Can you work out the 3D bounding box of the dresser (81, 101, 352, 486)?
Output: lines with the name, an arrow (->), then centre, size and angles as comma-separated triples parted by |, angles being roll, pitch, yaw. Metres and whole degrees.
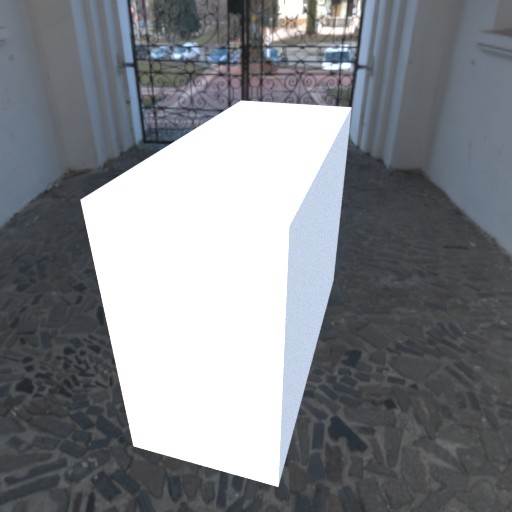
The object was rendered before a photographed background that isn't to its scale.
dresser -> 0.000, 0.000, 1.559 | 0.460, 0.820, 1.100 | 9, 31, 14
